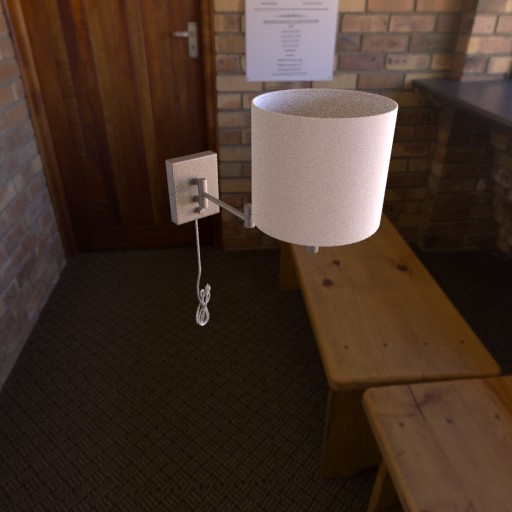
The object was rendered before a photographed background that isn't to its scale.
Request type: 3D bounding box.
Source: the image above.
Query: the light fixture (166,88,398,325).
[{"bbox_3d":[0.000,0.000,0.897,0.203,0.651,0.516,-21,36,-31],"label":"light fixture"}]
